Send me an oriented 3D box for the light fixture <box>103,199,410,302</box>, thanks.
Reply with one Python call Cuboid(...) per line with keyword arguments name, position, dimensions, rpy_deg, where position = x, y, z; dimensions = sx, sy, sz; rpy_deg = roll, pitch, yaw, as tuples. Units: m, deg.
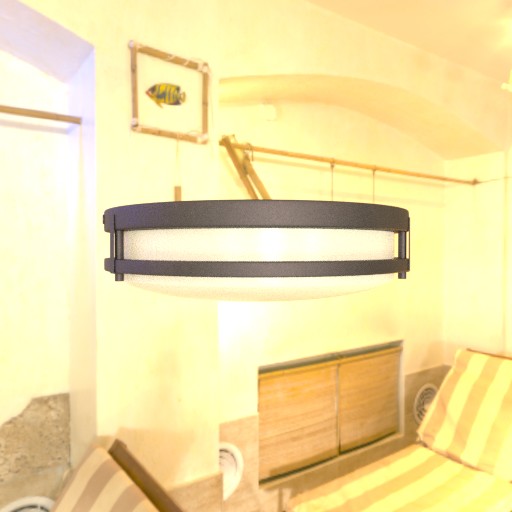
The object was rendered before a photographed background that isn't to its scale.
Cuboid(name="light fixture", position=(0.000, 0.000, 0.545), dimensions=(0.356, 0.102, 0.356), rpy_deg=(0, 1, 0))
